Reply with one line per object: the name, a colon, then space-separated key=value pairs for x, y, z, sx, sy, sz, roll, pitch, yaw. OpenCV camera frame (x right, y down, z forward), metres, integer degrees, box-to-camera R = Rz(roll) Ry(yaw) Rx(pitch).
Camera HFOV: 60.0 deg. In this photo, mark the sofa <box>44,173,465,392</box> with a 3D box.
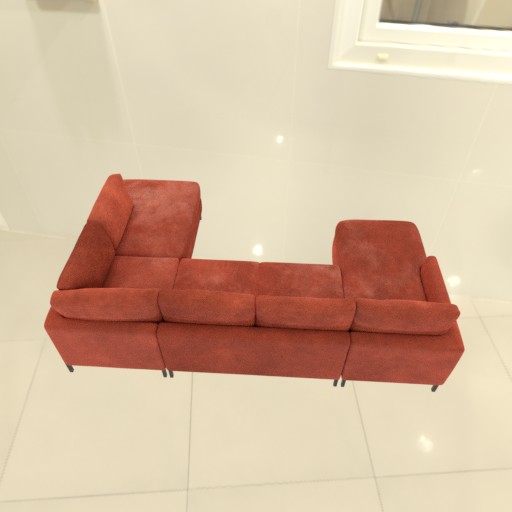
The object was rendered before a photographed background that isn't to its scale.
sofa: x=0.000 y=0.000 z=3.849 sx=2.971 sy=0.858 sz=1.981 roll=2 pitch=46 yaw=2
